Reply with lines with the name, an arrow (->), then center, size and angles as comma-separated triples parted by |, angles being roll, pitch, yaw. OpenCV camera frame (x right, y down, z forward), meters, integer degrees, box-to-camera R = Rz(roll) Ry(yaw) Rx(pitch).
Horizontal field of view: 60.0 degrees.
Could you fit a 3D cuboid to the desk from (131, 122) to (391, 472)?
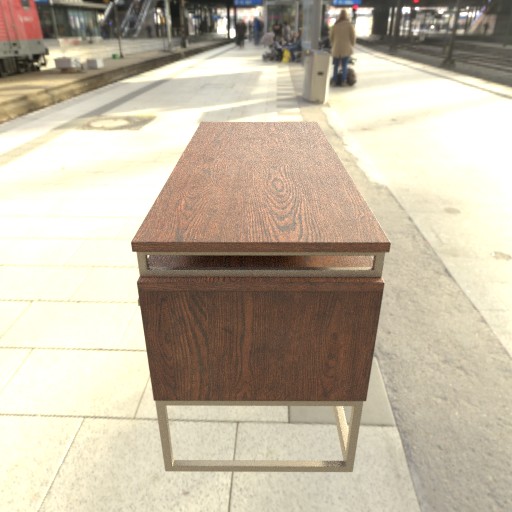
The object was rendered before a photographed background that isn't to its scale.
desk -> 0.000, 0.000, 1.788 | 0.610, 0.792, 1.384 | 0, 28, 0
